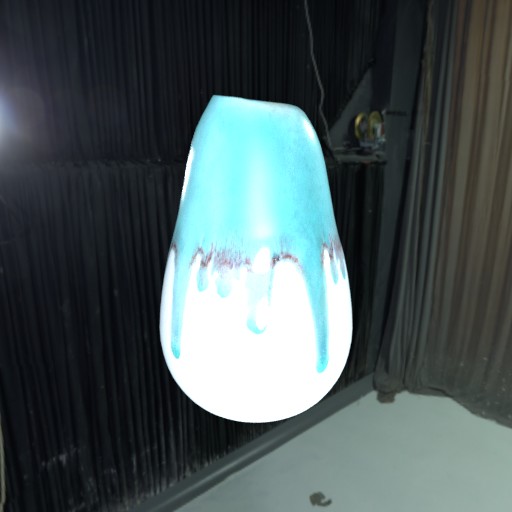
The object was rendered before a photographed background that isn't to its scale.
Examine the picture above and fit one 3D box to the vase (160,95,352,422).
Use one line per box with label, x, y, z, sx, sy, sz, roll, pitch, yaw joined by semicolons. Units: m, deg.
vase;0.000;0.000;0.262;0.116;0.179;0.116;0;16;0
